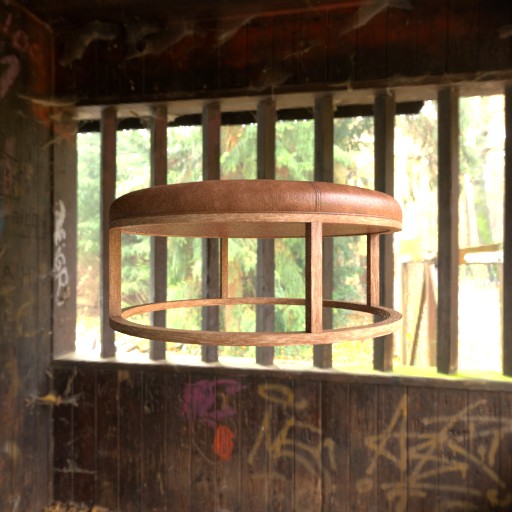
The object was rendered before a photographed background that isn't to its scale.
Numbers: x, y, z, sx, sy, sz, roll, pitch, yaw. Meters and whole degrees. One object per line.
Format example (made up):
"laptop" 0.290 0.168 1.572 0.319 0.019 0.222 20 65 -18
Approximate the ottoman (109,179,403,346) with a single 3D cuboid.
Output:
"ottoman" 0.000 0.000 1.585 1.006 0.445 1.006 0 0 0
